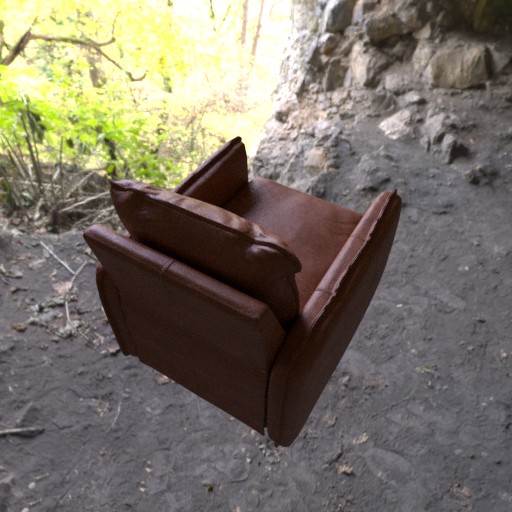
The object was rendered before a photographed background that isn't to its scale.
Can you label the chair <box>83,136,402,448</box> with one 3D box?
[{"bbox_3d":[0.000,0.000,1.635,0.830,0.922,0.922,24,52,21],"label":"chair"}]
